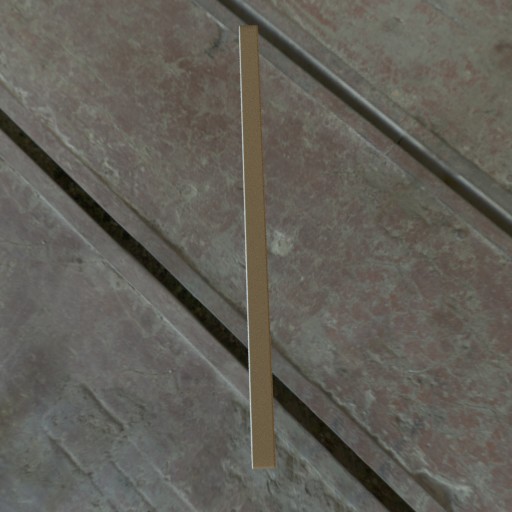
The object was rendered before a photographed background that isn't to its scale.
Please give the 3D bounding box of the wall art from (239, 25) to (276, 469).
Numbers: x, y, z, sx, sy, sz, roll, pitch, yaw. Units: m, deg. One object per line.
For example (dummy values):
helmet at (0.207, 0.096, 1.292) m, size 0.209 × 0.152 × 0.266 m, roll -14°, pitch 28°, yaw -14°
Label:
wall art at (0.000, 0.000, 0.488) m, size 0.019 × 0.254 × 0.380 m, roll -2°, pitch 76°, yaw 0°
